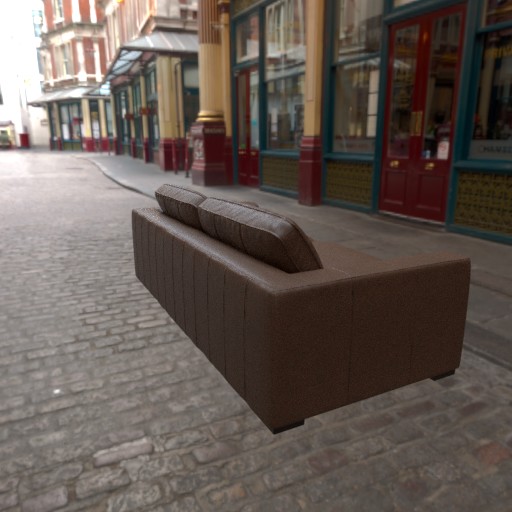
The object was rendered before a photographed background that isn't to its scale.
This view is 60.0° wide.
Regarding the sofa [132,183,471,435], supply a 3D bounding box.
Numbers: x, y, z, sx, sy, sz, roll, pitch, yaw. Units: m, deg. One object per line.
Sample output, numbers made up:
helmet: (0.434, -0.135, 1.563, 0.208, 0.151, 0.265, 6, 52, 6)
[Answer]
sofa: (0.000, 0.000, 2.755, 1.070, 0.801, 2.262, -7, 16, -26)
